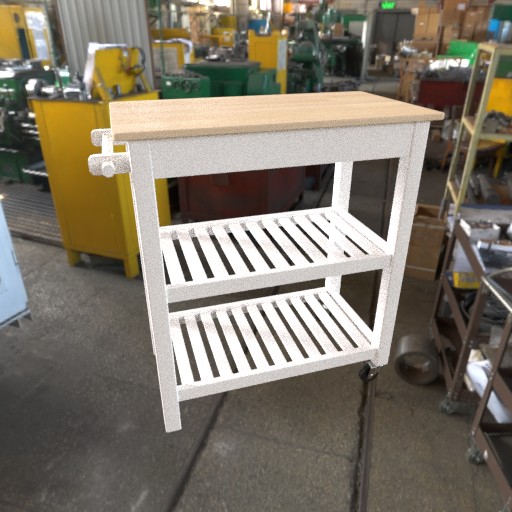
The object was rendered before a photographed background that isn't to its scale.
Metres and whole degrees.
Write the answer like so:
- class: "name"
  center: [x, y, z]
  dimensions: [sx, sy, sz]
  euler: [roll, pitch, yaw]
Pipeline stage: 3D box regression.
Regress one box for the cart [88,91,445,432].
- class: "cart"
  center: [0.000, 0.000, 1.443]
  dimensions: [0.899, 0.927, 0.457]
  euler: [-8, 29, -15]
